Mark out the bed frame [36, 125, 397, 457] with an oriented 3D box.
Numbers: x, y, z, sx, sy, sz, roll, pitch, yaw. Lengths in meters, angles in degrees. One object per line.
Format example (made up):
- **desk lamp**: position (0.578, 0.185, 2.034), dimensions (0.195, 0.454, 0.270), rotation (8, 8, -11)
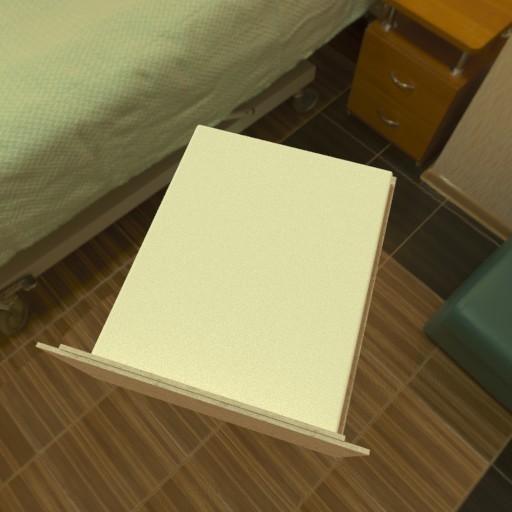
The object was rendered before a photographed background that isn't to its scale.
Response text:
- **bed frame**: position (0.000, 0.000, 3.034), dimensions (1.750, 0.970, 2.080), rotation (16, 66, 7)
